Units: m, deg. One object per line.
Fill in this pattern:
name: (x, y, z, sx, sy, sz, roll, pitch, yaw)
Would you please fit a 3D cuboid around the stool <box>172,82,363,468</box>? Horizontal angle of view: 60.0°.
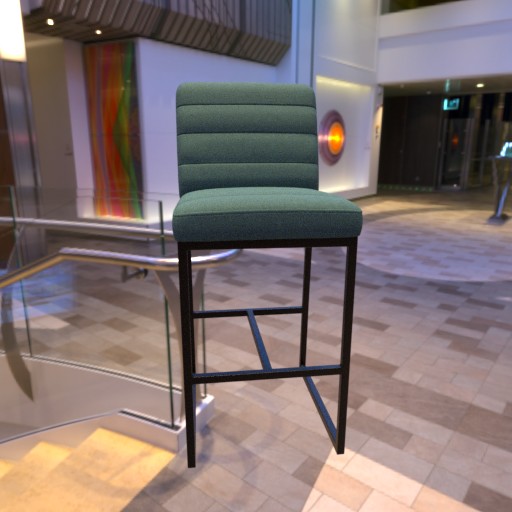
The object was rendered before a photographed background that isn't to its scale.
stool: (0.000, 0.000, 1.338, 0.460, 1.040, 0.560, -2, 15, -7)
